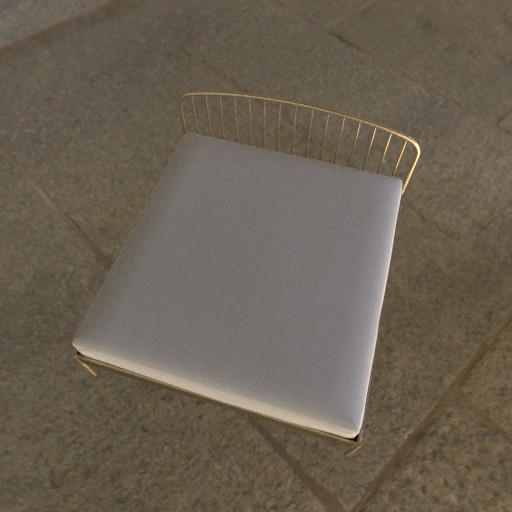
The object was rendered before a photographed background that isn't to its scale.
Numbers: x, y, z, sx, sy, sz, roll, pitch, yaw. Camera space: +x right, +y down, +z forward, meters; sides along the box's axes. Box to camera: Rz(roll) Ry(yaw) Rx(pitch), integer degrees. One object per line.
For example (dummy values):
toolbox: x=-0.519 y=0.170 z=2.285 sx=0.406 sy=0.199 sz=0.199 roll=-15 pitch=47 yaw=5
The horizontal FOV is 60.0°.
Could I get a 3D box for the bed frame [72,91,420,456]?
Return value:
bed frame: x=0.000 y=0.000 z=3.334 sx=2.016 sy=1.174 sz=2.152 roll=15 pitch=60 yaw=9
